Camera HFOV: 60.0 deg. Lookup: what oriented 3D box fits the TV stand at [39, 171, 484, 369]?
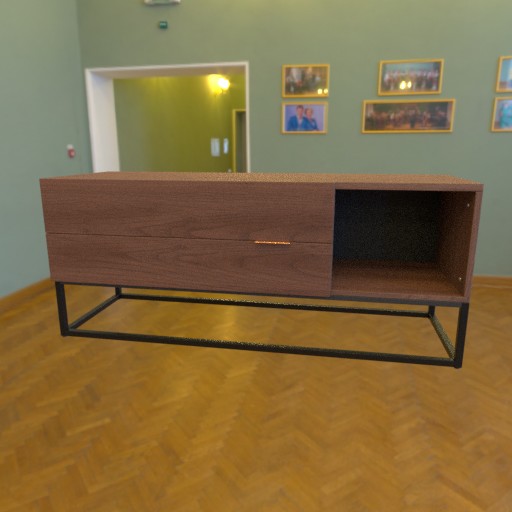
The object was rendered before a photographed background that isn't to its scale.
[{"bbox_3d":[0.000,0.000,1.416,1.200,0.500,0.415,2,14,10],"label":"TV stand"}]
